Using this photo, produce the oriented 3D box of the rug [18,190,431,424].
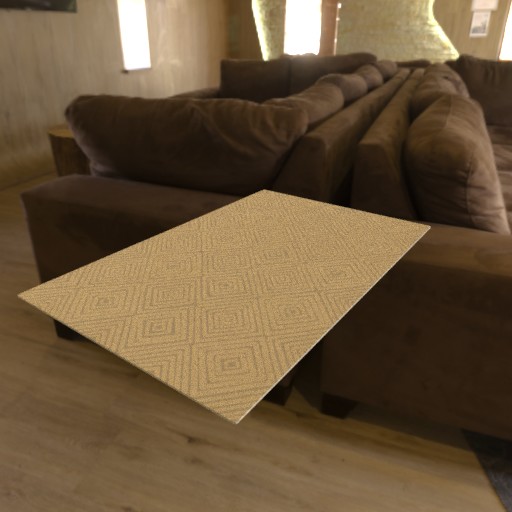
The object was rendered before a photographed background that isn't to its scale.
[{"bbox_3d":[0.000,0.000,2.147,1.143,0.008,1.753,18,31,32],"label":"rug"}]
